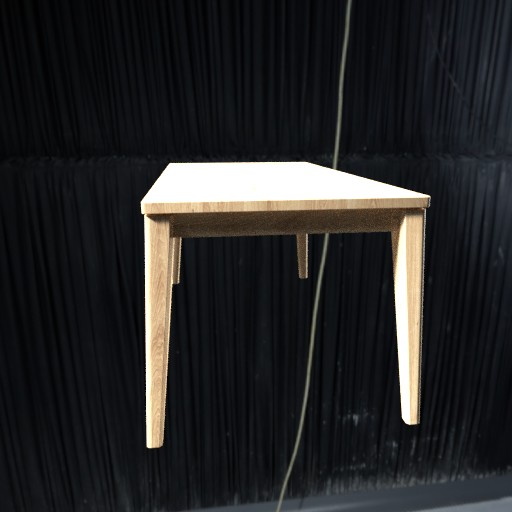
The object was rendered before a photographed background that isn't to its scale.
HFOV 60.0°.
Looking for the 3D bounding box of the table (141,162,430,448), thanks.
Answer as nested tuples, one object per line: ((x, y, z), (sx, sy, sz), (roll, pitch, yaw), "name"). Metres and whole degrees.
((0.000, 0.000, 2.091), (0.900, 0.760, 1.600), (-2, 16, -7), "table")
